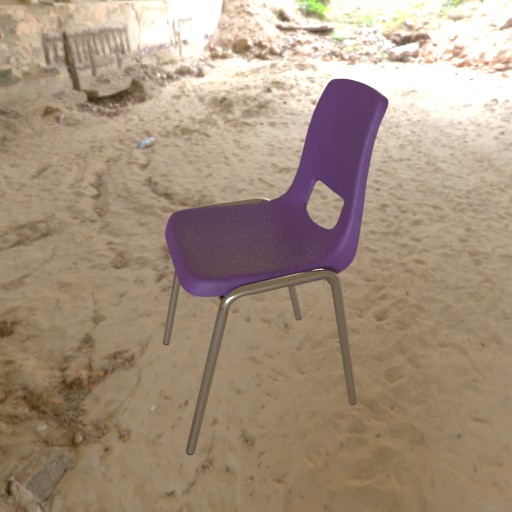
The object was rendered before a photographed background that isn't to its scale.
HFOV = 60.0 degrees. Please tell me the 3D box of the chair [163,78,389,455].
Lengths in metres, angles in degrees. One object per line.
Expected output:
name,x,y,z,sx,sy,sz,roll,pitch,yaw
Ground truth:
chair,0.000,0.000,0.976,0.432,0.704,0.381,-9,32,-15
